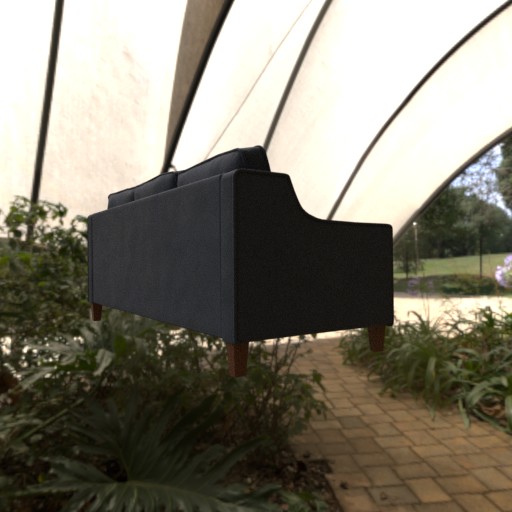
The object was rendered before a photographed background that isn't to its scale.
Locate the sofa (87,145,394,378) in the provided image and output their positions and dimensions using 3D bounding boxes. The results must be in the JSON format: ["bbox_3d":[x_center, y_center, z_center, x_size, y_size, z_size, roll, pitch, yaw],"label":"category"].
[{"bbox_3d":[0.000,0.000,3.310,1.858,1.066,2.317,0,-1,-35],"label":"sofa"}]
